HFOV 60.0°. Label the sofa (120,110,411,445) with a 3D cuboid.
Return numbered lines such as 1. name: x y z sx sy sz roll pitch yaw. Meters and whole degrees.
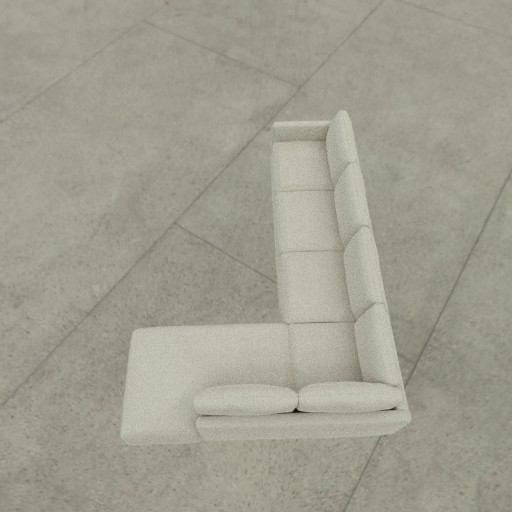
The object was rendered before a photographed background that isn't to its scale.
1. sofa: 0.000 0.000 3.852 2.007 0.815 2.949 -1 59 -1
